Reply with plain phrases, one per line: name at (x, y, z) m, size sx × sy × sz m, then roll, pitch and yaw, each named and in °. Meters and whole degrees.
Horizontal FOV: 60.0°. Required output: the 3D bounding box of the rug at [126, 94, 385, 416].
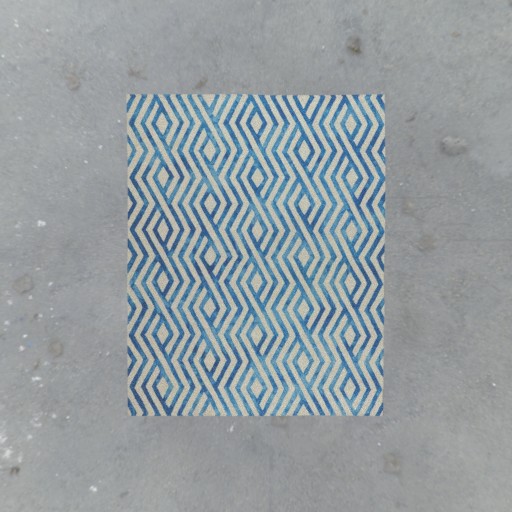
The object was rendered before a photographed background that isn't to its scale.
rug at (0.000, 0.000, 4.216) m, size 2.453 × 0.008 × 3.059 m, roll 0°, pitch 91°, yaw 0°
